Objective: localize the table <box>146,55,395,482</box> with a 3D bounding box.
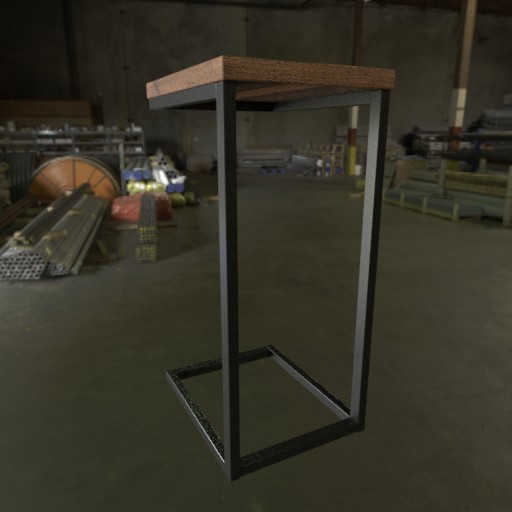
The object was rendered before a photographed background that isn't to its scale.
[{"bbox_3d":[0.000,0.000,0.954,0.323,0.718,0.414,-8,17,-27],"label":"table"}]
